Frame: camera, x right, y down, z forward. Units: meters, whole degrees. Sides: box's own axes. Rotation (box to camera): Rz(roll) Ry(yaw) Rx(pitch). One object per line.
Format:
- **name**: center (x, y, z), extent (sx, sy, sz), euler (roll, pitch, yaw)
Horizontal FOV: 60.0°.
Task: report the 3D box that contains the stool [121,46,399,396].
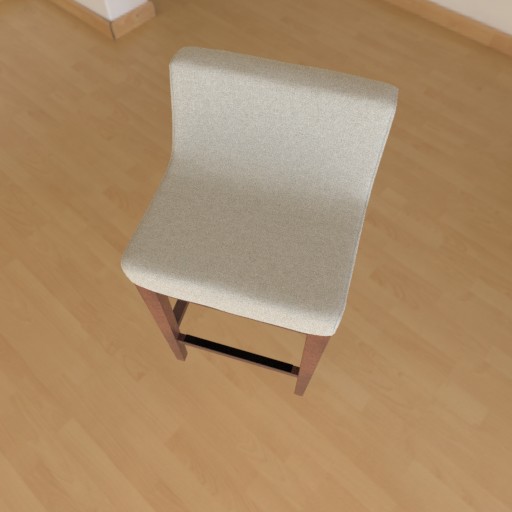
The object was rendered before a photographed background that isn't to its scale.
- **stool**: center (0.000, 0.000, 1.256), extent (0.511, 0.937, 0.500), euler (14, 60, 8)
